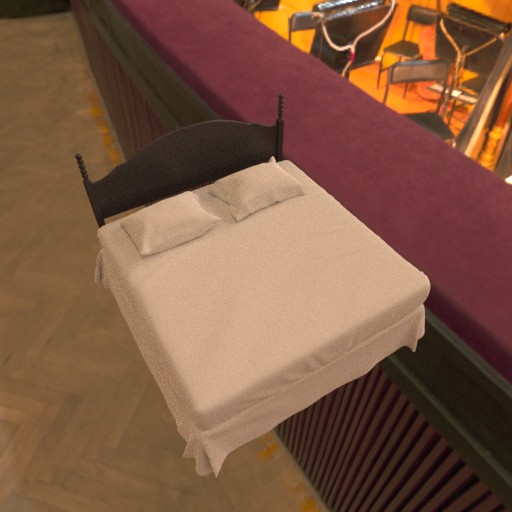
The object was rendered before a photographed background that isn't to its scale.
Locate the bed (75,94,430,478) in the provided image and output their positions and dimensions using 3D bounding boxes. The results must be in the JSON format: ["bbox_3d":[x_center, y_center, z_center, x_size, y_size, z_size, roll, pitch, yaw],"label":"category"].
[{"bbox_3d":[0.000,0.000,3.562,2.322,1.355,2.219,-24,51,-21],"label":"bed"}]
